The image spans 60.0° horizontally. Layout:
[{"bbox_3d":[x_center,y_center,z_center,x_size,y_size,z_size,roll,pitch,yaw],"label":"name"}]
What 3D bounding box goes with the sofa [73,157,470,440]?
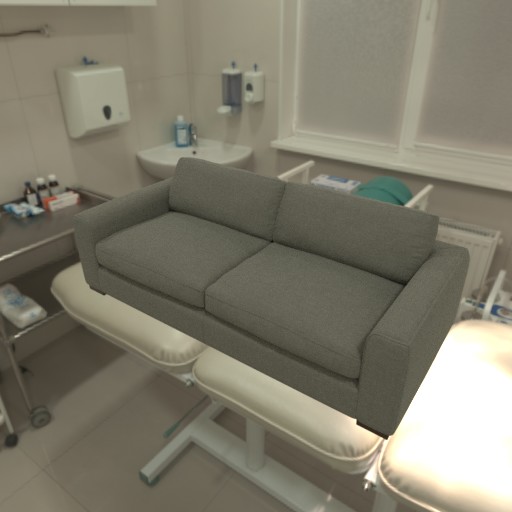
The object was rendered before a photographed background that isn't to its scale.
[{"bbox_3d":[0.000,0.000,2.761,2.262,0.801,1.070,19,34,30],"label":"sofa"}]
